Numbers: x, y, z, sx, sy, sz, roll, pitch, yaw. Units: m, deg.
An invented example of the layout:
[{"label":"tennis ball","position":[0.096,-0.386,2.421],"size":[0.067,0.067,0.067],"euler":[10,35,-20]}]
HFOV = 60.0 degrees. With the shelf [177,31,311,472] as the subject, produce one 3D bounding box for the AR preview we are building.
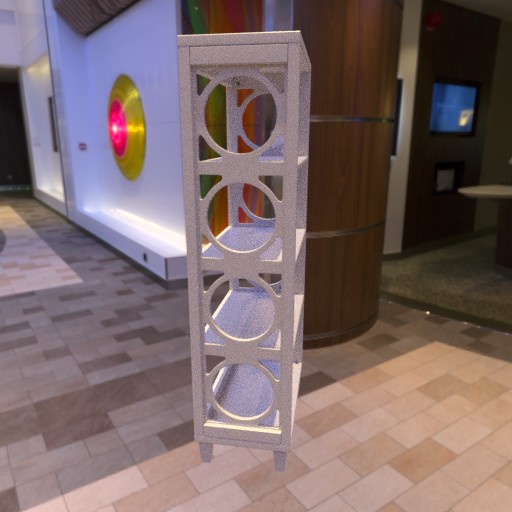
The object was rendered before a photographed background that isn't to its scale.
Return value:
[{"label":"shelf","position":[0.000,0.000,1.671],"size":[0.340,1.411,0.611],"euler":[3,15,9]}]
